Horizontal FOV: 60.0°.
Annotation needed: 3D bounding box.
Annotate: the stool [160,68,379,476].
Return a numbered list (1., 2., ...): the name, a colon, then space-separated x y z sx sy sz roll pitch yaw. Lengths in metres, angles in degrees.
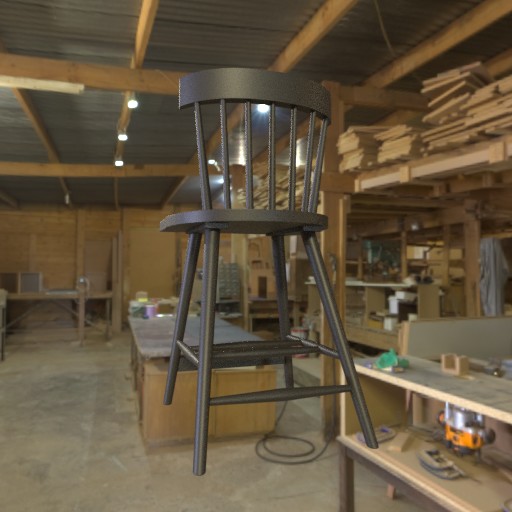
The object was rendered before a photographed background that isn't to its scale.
1. stool: 0.000 0.000 1.284 0.494 0.953 0.549 1 -2 -19
